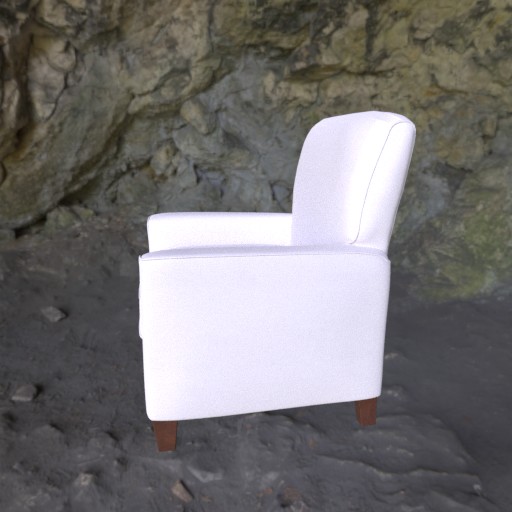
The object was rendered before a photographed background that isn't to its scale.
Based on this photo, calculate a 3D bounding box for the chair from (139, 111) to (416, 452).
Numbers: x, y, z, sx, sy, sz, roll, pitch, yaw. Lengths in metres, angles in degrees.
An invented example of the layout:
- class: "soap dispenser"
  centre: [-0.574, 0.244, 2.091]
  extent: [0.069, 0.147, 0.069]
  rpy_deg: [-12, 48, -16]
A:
- class: "chair"
  centre: [0.000, 0.000, 1.668]
  extent: [0.858, 1.028, 0.841]
  rpy_deg: [-3, 14, -11]
